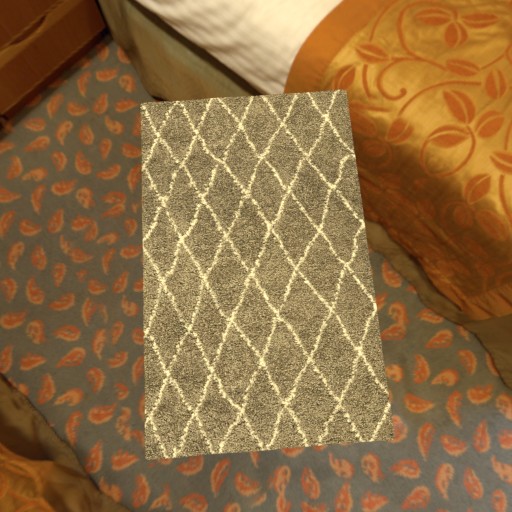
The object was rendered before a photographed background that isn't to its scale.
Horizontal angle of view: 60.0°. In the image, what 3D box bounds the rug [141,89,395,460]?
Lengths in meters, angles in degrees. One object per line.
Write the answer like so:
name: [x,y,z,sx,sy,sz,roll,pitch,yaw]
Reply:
rug: [0.000,0.000,2.988,1.524,0.030,2.438,-4,76,-1]
